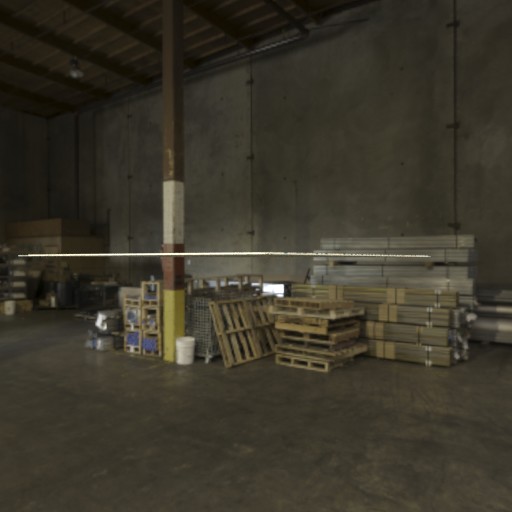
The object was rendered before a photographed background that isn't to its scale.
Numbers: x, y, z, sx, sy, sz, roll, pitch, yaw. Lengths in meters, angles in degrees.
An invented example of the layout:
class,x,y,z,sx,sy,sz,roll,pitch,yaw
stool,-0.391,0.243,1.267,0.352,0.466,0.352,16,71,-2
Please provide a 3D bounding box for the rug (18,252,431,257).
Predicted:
class,x,y,z,sx,sy,sz,roll,pitch,yaw
rug,0.000,0.000,2.016,1.146,0.006,1.556,0,0,35
